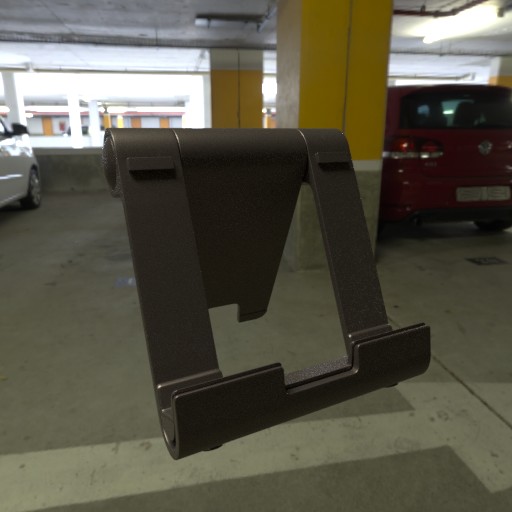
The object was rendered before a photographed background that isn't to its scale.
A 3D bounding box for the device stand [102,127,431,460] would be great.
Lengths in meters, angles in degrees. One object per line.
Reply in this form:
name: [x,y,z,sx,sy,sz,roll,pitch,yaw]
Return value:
device stand: [0.000,0.000,0.150,0.088,0.084,0.079,-8,18,-27]
